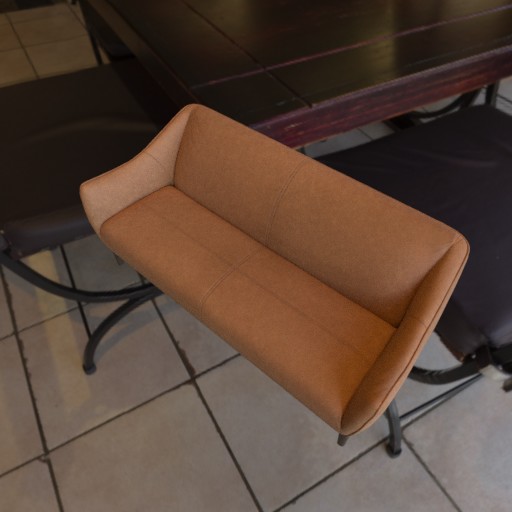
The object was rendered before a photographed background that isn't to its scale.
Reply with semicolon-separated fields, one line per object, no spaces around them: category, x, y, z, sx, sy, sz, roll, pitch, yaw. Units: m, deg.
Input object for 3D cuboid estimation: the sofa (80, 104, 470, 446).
sofa;0.000;0.000;2.379;1.928;0.830;0.869;33;56;26
